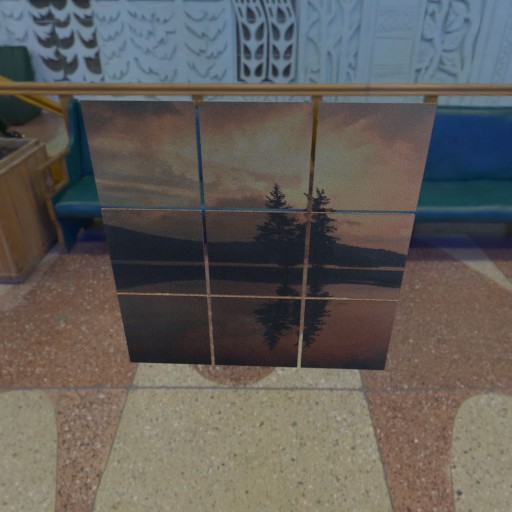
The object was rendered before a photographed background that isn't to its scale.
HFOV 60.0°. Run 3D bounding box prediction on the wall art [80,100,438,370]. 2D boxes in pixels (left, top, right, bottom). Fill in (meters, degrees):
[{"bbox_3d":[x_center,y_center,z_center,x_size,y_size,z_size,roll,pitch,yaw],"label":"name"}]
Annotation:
[{"bbox_3d":[0.000,0.000,2.273,1.520,1.525,0.013,1,30,2],"label":"wall art"}]
